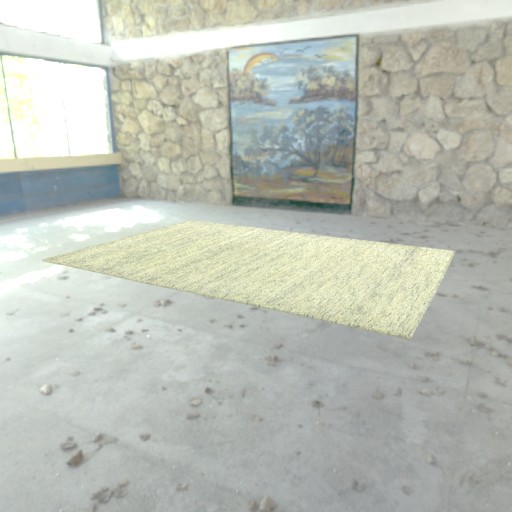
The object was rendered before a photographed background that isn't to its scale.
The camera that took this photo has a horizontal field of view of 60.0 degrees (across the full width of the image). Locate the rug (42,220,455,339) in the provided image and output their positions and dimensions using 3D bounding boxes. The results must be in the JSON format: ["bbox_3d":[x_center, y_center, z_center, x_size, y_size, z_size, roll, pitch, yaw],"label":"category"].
[{"bbox_3d":[0.000,0.000,2.374,1.846,0.014,1.243,9,18,28],"label":"rug"}]
